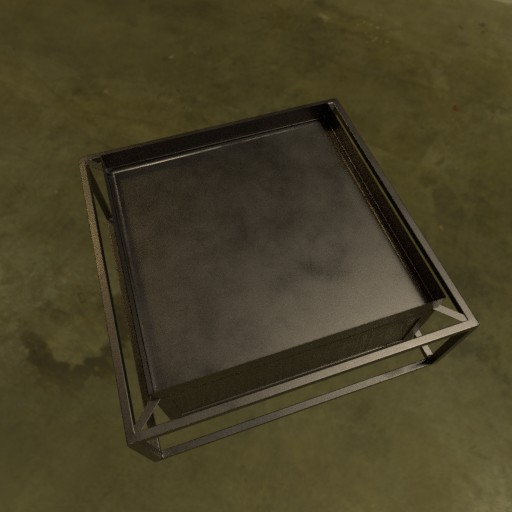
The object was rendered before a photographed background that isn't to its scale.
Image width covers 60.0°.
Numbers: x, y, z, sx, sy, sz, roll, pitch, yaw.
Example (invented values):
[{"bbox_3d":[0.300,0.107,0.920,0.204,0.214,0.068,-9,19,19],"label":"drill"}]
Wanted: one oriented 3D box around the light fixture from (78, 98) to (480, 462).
[{"bbox_3d":[0.000,0.000,0.679,0.441,0.191,0.441,-16,60,-9],"label":"light fixture"}]
